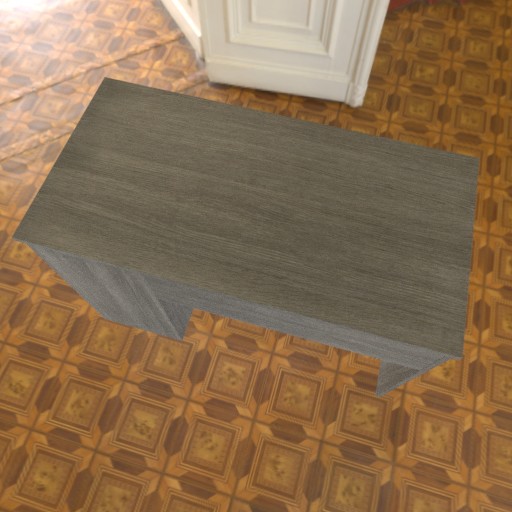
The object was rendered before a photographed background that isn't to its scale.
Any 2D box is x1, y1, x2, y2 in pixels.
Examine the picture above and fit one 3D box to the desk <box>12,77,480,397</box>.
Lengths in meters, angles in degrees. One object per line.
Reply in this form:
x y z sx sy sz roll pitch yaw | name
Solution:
0.000 0.000 1.479 1.097 0.735 0.560 14 66 7 | desk
